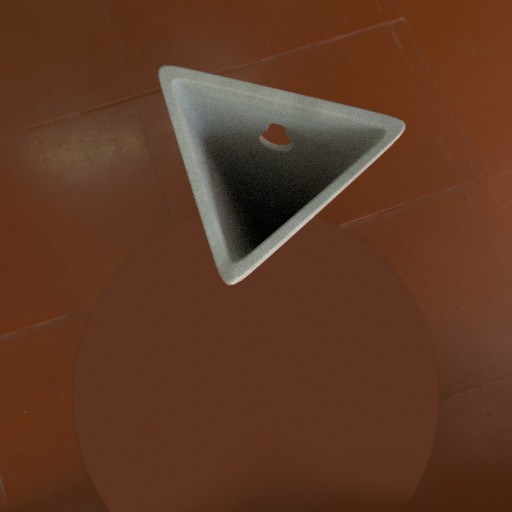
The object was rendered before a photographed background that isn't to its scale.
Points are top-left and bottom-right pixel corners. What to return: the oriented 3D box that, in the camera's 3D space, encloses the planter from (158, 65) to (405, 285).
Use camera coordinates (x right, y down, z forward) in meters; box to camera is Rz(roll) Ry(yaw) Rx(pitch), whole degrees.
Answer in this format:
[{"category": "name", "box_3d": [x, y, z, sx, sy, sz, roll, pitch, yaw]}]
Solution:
[{"category": "planter", "box_3d": [0.000, 0.000, 0.273, 0.101, 0.224, 0.081, 15, 75, 4]}]
